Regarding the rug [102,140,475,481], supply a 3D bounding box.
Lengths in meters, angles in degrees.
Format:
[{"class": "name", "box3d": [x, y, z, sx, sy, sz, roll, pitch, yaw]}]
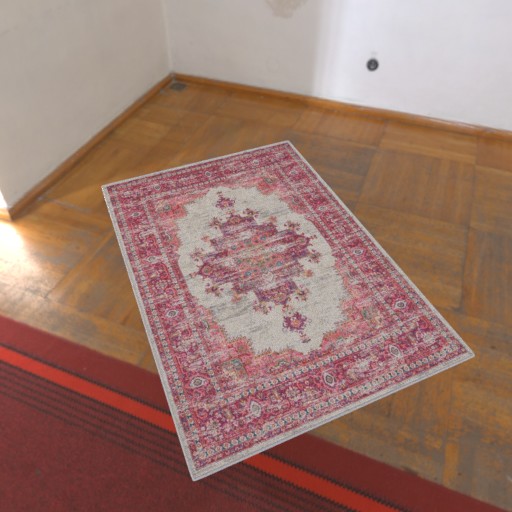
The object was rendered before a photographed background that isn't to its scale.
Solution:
[{"class": "rug", "box3d": [0.000, 0.000, 2.815, 1.555, 0.011, 2.232, -17, 49, -16]}]
